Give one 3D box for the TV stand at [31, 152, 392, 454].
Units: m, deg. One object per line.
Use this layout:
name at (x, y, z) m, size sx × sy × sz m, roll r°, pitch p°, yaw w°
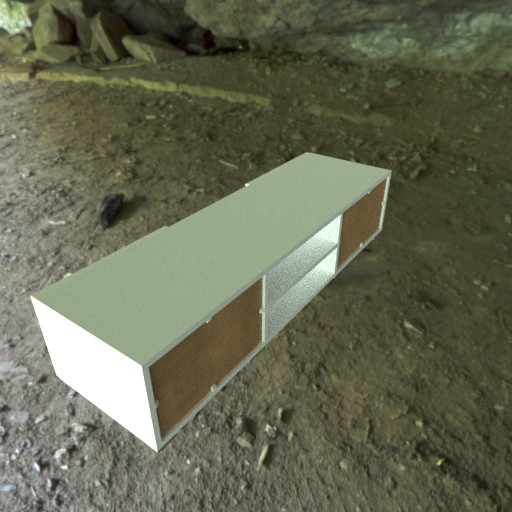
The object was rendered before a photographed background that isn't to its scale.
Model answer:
TV stand at (0.000, 0.000, 1.596) m, size 0.420 × 0.310 × 1.400 m, roll 21°, pitch 37°, yaw 30°
